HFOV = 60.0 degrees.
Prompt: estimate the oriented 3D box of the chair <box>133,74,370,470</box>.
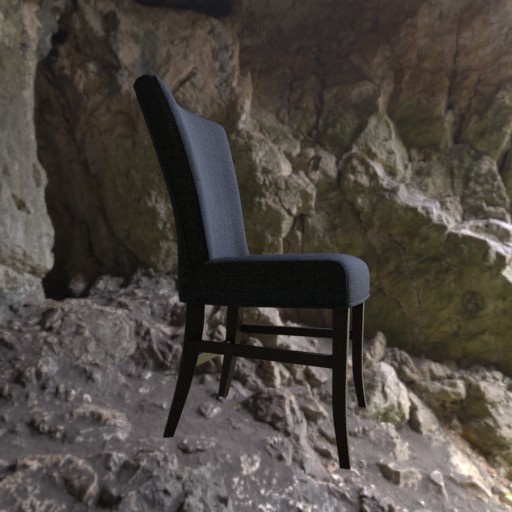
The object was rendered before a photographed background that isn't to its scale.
[{"bbox_3d":[0.000,0.000,1.351,0.660,0.991,0.520,0,-1,18],"label":"chair"}]
